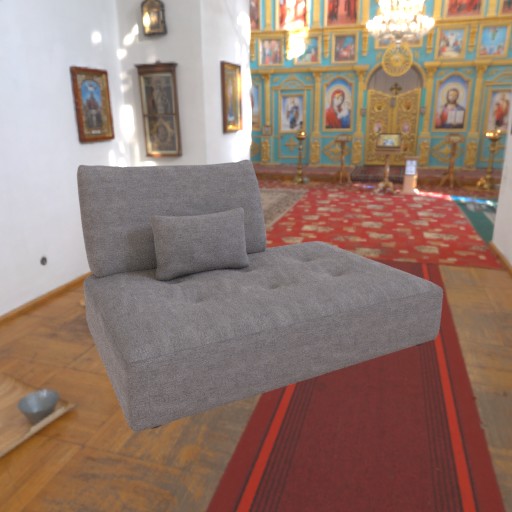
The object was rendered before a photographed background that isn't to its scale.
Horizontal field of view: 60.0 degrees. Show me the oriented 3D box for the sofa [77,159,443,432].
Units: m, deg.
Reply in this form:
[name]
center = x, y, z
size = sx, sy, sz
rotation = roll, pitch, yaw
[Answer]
[sofa]
center = 0.000, 0.000, 2.065
size = 1.450, 0.820, 1.002
rotation = -9, 18, -27
